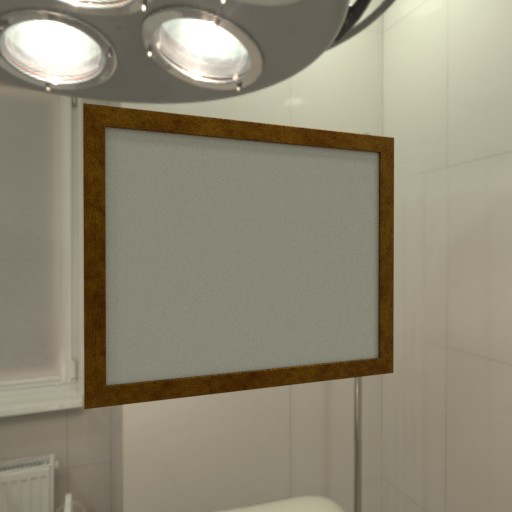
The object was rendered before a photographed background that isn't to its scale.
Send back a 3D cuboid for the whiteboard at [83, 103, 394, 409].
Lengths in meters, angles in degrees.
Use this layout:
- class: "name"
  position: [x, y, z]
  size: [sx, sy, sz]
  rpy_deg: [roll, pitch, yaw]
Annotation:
- class: "whiteboard"
  position: [0.000, 0.000, 0.775]
  size: [0.561, 0.457, 0.029]
  rpy_deg: [0, 1, -21]
